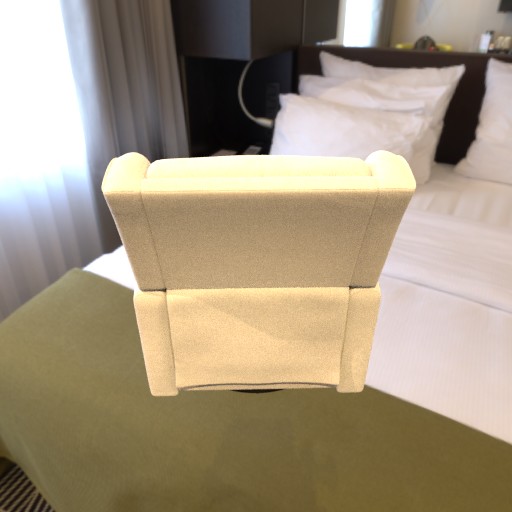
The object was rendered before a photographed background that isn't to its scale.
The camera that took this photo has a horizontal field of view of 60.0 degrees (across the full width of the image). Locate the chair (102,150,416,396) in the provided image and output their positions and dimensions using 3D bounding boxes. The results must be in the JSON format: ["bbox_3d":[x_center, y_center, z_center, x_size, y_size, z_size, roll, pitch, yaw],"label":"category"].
[{"bbox_3d":[0.000,0.000,1.679,0.906,0.967,0.854,-1,31,-1],"label":"chair"}]
